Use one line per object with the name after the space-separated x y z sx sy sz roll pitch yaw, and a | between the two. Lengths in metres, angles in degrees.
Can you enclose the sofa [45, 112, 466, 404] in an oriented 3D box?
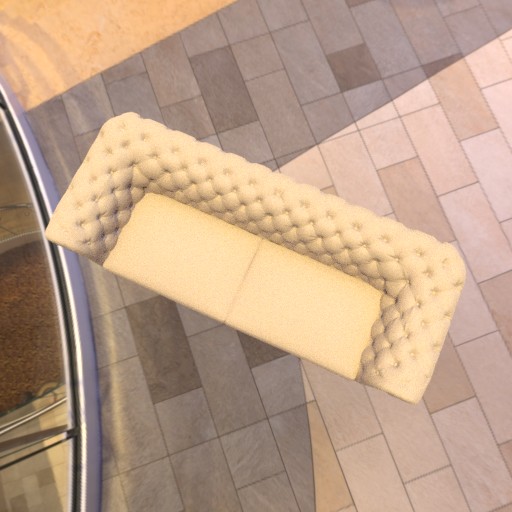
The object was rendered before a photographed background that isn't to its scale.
0.000 0.000 3.217 2.694 0.847 1.076 23 79 5 | sofa
